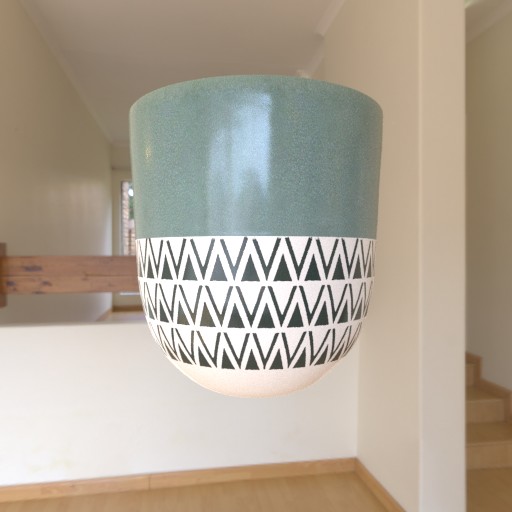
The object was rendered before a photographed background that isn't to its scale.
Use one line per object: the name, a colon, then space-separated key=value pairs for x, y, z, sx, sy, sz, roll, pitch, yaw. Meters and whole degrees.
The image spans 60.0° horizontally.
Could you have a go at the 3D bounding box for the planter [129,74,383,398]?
planter: x=0.000 y=0.000 z=0.359 sx=0.198 sy=0.214 sz=0.198 roll=0 pitch=0 yaw=0
